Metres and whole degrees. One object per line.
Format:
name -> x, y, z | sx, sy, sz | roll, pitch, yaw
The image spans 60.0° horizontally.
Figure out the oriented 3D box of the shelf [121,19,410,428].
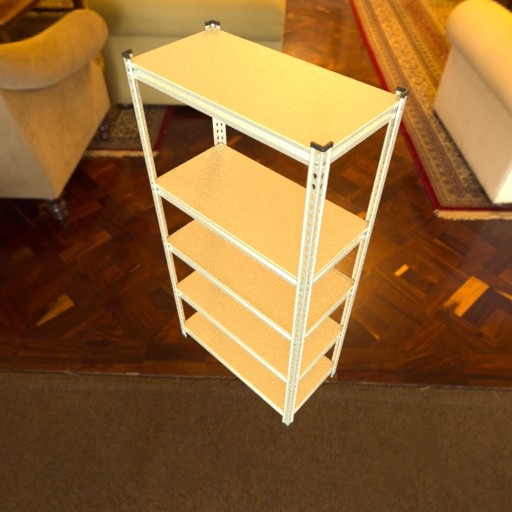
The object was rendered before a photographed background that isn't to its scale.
shelf -> 0.000, 0.000, 2.161 | 0.914, 1.829, 0.457 | 34, 55, 28
